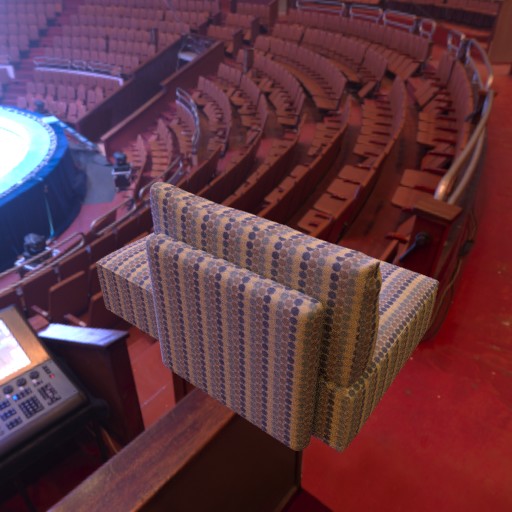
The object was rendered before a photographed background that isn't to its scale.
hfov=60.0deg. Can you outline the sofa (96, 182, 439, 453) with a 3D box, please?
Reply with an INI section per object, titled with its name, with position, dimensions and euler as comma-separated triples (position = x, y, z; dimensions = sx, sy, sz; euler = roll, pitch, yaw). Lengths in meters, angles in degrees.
[sofa]
position = 0.000, 0.000, 2.060
dimensions = 1.450, 0.820, 1.000
euler = 22, 37, 32
